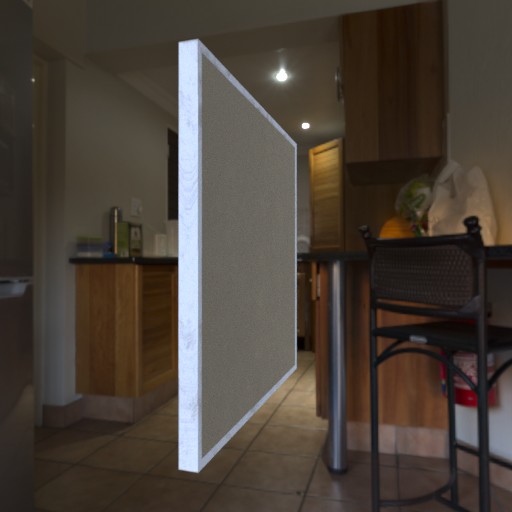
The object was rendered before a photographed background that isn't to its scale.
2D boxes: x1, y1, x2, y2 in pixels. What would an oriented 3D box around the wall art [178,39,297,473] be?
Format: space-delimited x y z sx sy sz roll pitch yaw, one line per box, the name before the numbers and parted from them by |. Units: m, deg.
wall art | 0.000 0.000 1.140 0.038 0.757 0.760 0 0 18
